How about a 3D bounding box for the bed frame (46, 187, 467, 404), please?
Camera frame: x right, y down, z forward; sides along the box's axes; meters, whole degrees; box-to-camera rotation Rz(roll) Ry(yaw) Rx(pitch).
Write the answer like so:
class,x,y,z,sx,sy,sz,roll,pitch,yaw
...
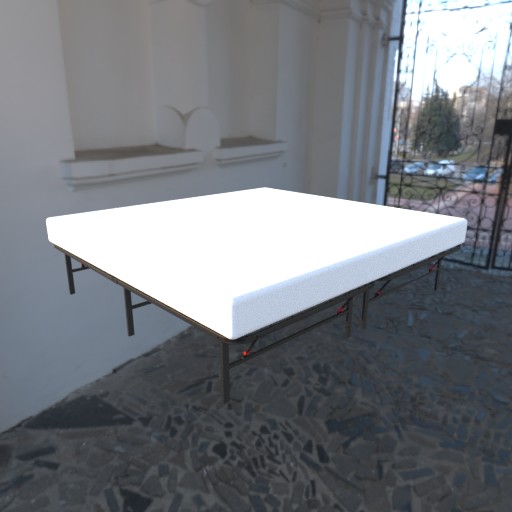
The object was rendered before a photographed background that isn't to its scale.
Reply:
class,x,y,z,sx,sy,sz,roll,pitch,yaw
bed frame,0.000,0.000,3.001,2.033,0.525,1.935,-15,23,-41
